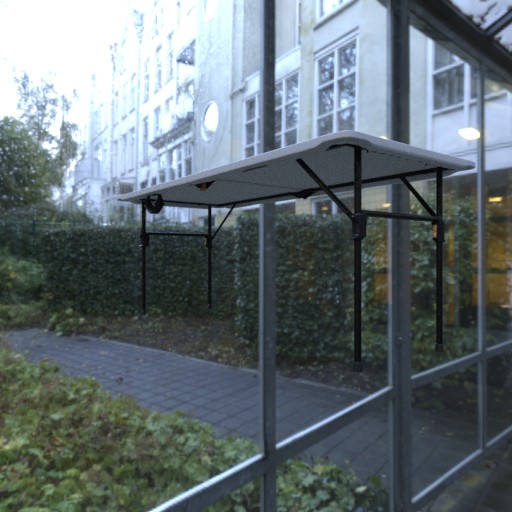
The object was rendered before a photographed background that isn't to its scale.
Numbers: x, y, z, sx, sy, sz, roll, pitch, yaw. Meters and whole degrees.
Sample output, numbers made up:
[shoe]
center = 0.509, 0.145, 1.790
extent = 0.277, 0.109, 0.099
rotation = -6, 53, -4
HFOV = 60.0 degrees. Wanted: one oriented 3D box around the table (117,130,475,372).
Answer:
[table]
center = 0.000, 0.000, 2.189
extent = 0.761, 0.719, 1.829
rotation = 0, 0, -37
